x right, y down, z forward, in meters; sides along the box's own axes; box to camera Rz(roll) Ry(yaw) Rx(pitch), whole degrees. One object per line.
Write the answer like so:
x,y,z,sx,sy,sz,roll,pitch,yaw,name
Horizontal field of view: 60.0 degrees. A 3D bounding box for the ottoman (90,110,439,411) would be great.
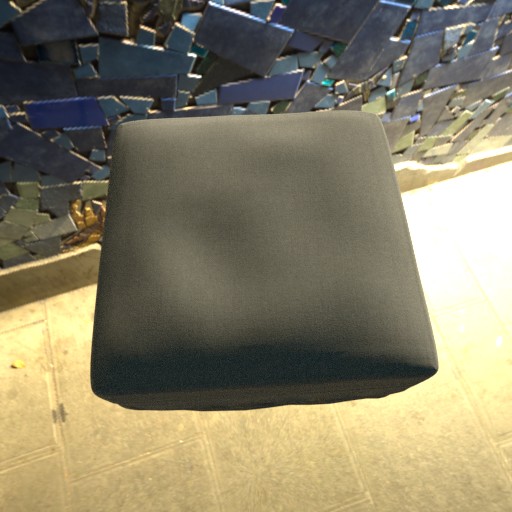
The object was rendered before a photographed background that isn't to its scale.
0.000,0.000,1.348,0.843,0.436,0.840,-3,64,-1,ottoman
